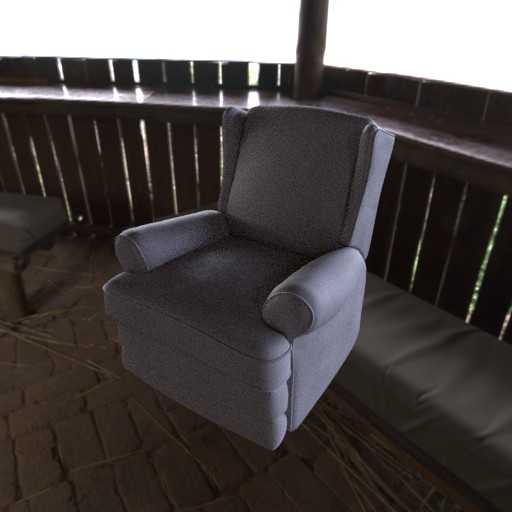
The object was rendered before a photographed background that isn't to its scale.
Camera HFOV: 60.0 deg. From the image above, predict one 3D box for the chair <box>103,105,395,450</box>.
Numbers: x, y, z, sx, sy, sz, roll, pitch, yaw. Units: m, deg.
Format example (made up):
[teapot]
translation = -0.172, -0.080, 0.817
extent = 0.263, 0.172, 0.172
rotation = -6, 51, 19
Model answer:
[chair]
translation = 0.000, 0.000, 1.728
extent = 0.847, 1.011, 0.969
rotation = 17, 33, 29
